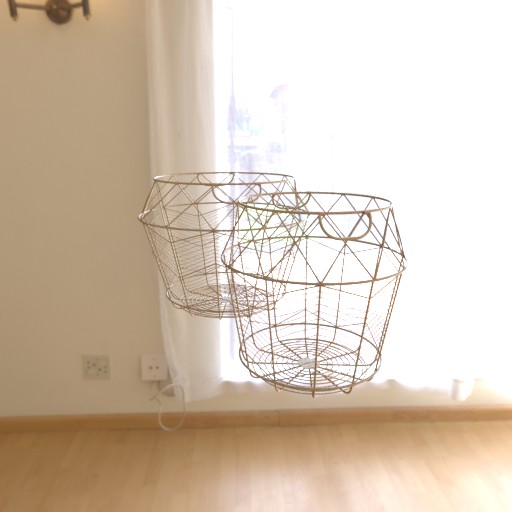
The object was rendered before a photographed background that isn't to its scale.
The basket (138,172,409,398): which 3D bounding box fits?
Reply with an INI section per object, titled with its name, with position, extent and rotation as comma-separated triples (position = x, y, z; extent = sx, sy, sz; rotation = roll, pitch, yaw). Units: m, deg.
[basket]
position = 0.000, 0.000, 1.042
extent = 0.451, 0.343, 0.805
rotation = -7, 16, -26
